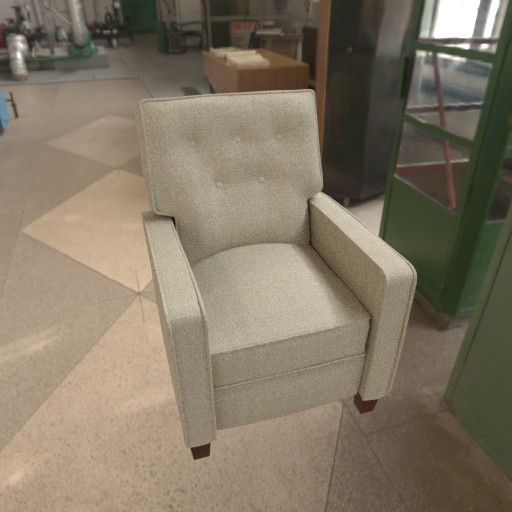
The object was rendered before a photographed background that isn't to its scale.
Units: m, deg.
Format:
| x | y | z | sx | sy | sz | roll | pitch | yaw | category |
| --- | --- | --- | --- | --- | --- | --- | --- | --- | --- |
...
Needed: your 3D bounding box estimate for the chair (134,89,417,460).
| x | y | z | sx | sy | sz | roll | pitch | yaw | category |
| --- | --- | --- | --- | --- | --- | --- | --- | --- | --- |
| 0.000 | 0.000 | 1.398 | 0.648 | 0.888 | 0.754 | -9 | 33 | -15 | chair |
